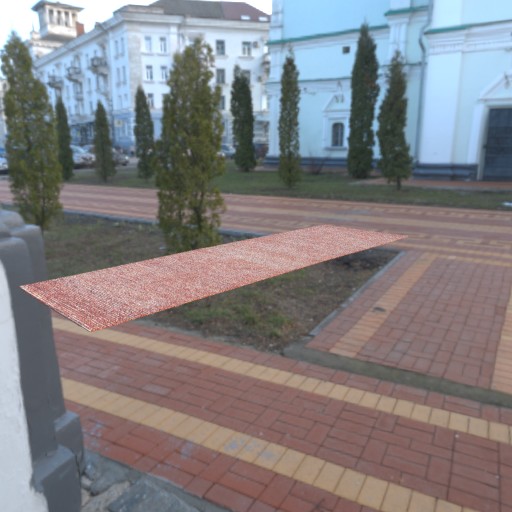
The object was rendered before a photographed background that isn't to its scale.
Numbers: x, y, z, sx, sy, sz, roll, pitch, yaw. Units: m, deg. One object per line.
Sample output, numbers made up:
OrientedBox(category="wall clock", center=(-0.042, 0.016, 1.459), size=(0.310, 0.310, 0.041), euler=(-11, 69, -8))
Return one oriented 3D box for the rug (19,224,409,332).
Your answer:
OrientedBox(category="rug", center=(0.000, 0.000, 2.574), size=(0.718, 0.013, 2.353), euler=(13, 19, 43))
